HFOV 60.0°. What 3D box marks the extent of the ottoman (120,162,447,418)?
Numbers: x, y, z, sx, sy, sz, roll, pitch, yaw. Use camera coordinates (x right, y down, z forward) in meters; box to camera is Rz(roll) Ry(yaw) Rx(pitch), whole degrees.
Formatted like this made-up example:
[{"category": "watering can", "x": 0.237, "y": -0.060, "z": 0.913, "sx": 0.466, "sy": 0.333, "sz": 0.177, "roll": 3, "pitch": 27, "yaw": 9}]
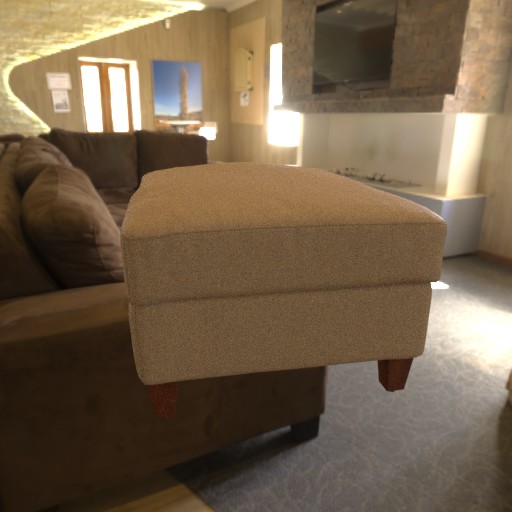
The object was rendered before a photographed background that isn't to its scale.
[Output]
[{"category": "ottoman", "x": 0.000, "y": 0.000, "z": 1.339, "sx": 0.692, "sy": 0.511, "sz": 0.902, "roll": -3, "pitch": 18, "yaw": -10}]
